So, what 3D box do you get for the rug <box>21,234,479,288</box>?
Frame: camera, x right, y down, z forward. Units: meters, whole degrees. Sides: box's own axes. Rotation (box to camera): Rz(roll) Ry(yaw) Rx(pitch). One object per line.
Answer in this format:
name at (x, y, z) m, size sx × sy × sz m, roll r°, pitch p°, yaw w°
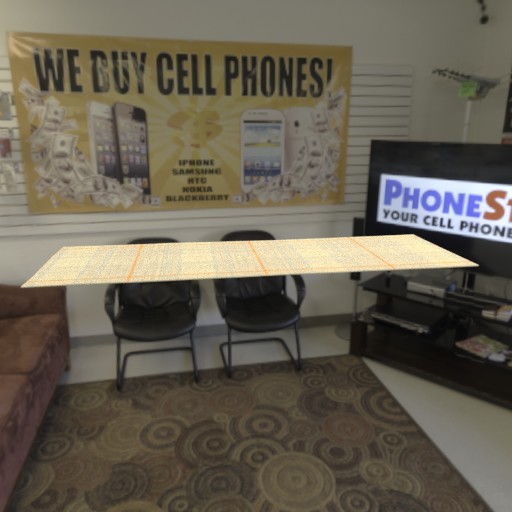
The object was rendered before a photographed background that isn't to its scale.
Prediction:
rug at (0.000, 0.000, 2.705) m, size 2.442 × 0.016 × 0.770 m, roll -2°, pitch 16°, yaw -8°
